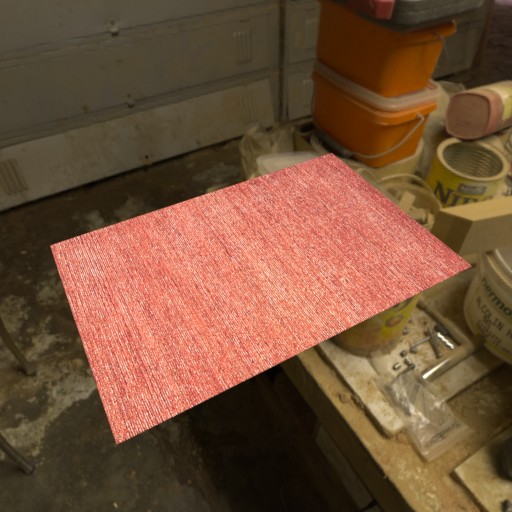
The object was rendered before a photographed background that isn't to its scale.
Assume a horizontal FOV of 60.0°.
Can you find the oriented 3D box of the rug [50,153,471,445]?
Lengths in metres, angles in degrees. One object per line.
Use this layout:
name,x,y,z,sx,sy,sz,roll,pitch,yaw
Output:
rug,0.000,0.000,2.186,1.747,0.011,1.139,-22,49,-20
